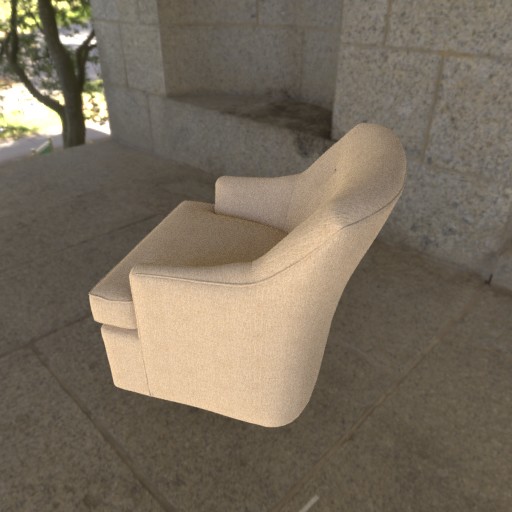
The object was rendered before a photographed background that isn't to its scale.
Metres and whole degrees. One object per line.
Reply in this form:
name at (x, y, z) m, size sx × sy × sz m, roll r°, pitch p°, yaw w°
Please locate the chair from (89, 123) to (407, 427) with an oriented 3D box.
chair at (0.000, 0.000, 1.602) m, size 0.923 × 0.856 × 0.864 m, roll 8°, pitch 32°, yaw 13°
